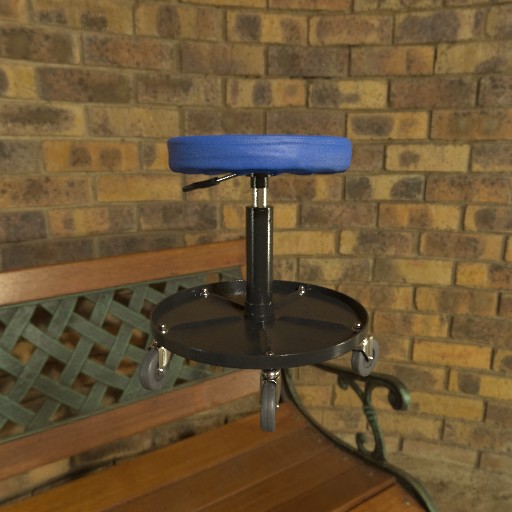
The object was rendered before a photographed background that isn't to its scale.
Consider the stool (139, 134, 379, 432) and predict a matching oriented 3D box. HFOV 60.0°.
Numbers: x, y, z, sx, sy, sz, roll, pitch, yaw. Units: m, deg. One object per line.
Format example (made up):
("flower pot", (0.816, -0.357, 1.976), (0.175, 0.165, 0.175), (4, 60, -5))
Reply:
("stool", (0.000, 0.000, 0.710), (0.382, 0.365, 0.381), (6, 14, 26))
